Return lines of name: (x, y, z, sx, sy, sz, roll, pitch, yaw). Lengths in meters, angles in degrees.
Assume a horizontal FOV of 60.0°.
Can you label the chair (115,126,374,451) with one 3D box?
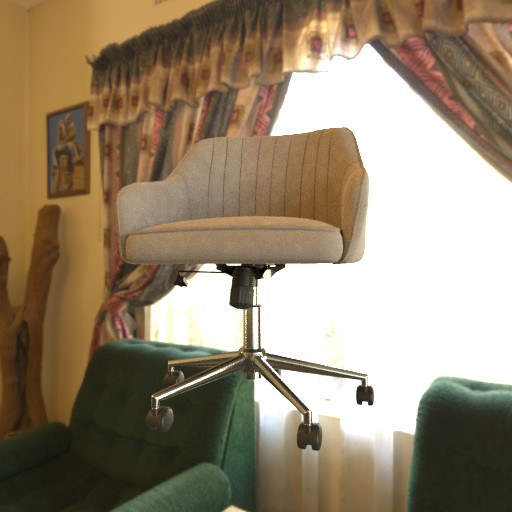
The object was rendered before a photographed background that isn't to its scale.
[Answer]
chair: (0.000, 0.000, 1.250, 0.635, 0.831, 0.573, 0, -1, 17)
